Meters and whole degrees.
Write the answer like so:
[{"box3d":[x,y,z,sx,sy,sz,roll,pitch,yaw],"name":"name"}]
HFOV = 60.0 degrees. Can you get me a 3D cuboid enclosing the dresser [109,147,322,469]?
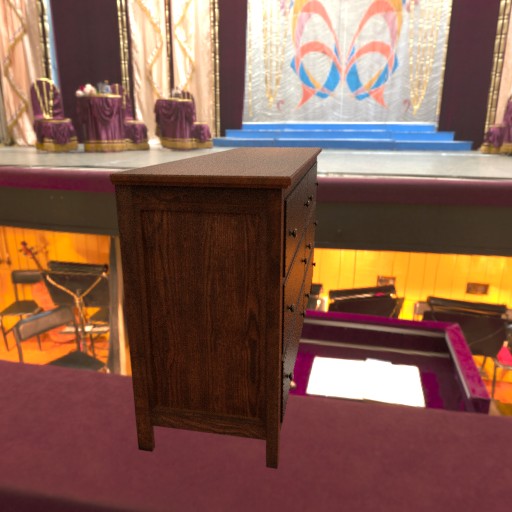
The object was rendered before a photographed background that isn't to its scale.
[{"box3d":[0.000,0.000,1.930,0.463,0.856,1.551,3,17,10],"name":"dresser"}]
